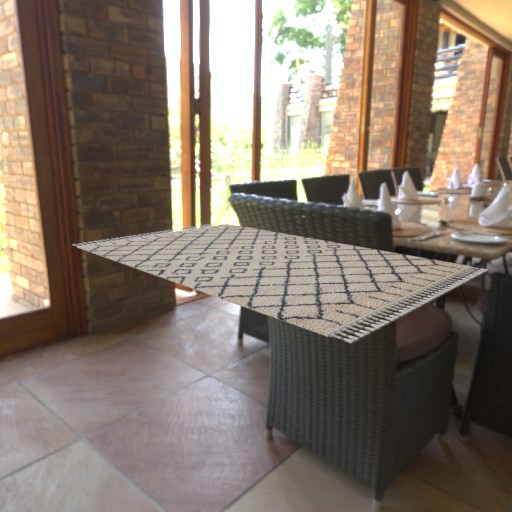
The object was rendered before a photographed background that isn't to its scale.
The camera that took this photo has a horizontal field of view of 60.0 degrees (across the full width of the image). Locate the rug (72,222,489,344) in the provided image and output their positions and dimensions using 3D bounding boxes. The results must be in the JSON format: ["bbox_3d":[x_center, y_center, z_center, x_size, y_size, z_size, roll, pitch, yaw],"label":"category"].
[{"bbox_3d":[0.000,0.000,2.430,1.196,0.008,2.006,-13,19,-43],"label":"rug"}]
